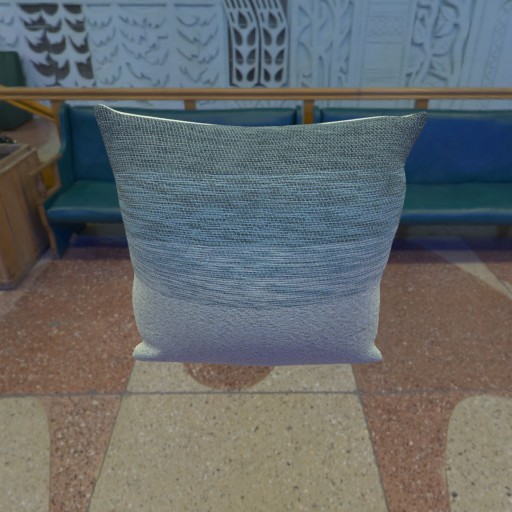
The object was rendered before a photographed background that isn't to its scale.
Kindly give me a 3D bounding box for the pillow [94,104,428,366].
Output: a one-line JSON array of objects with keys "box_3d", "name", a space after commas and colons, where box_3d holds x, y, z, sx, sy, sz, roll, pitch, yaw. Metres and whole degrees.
[{"box_3d": [0.000, 0.000, 0.672, 0.440, 0.441, 0.182, 1, 30, 1], "name": "pillow"}]
